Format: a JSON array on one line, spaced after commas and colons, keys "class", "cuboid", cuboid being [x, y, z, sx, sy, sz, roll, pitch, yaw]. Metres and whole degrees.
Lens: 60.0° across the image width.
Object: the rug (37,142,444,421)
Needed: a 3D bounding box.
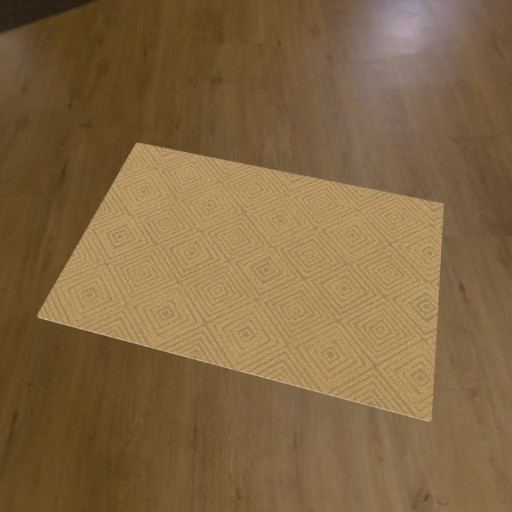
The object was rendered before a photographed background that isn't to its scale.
[{"class": "rug", "cuboid": [0.000, 0.000, 2.181, 1.753, 0.008, 1.143, 13, 59, 8]}]
